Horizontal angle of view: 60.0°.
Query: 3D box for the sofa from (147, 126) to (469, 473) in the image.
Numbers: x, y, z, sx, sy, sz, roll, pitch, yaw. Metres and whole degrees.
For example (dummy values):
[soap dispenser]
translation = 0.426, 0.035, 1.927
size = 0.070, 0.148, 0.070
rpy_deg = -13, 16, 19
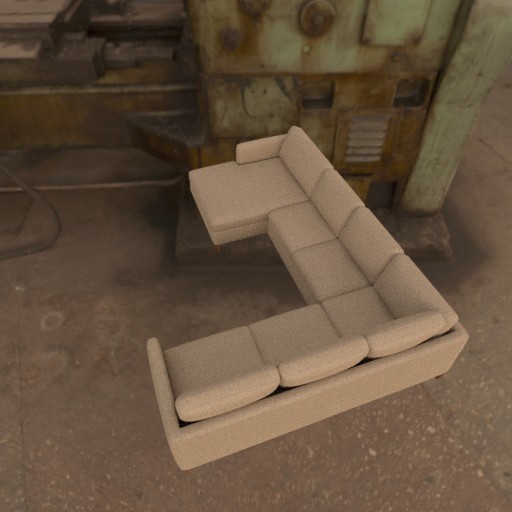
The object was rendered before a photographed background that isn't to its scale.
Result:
[sofa]
translation = 0.000, 0.000, 4.592
size = 2.551, 0.889, 3.403
rpy_deg = -15, 48, -14
